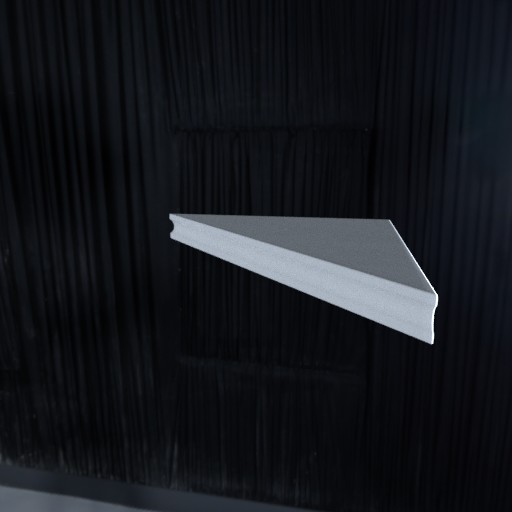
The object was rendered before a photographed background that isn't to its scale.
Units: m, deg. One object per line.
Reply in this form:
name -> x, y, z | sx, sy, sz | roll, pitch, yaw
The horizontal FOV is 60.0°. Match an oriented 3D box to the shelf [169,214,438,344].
shelf -> 0.000, 0.000, 0.456 | 0.296, 0.035, 0.296 | 3, 15, 10
